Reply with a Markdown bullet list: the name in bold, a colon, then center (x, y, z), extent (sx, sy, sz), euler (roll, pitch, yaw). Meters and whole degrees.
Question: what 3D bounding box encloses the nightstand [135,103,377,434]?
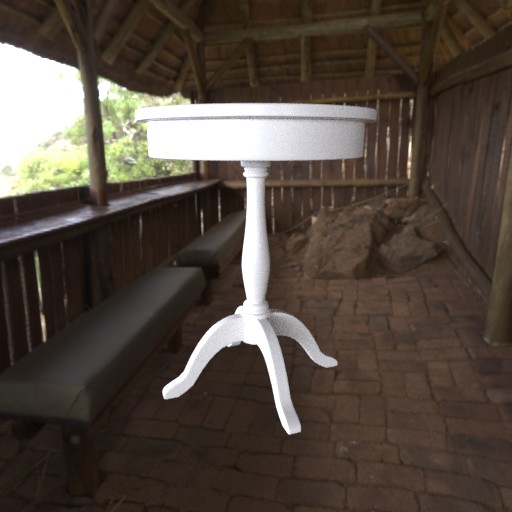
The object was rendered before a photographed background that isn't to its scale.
- **nightstand**: center (0.000, 0.000, 1.054), extent (0.513, 0.653, 0.513), euler (-3, 15, -11)
